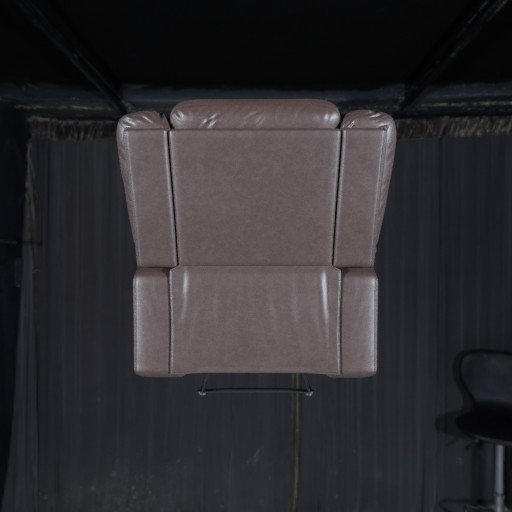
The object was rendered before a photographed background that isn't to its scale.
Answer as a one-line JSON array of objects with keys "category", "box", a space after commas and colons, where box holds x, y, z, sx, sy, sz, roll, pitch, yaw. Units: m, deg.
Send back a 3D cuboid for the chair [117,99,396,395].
[{"category": "chair", "box": [0.000, 0.000, 1.753, 0.899, 1.009, 0.934, 0, -1, 0]}]
